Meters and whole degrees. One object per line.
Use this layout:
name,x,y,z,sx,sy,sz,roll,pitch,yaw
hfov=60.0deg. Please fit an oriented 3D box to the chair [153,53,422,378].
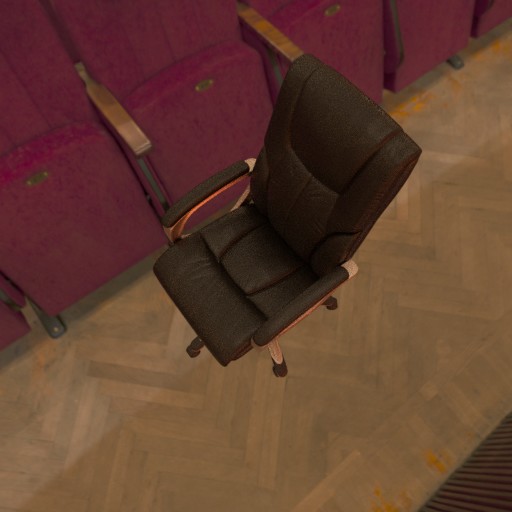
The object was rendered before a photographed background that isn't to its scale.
chair,0.000,0.000,1.635,0.780,1.145,0.700,-35,69,-15
